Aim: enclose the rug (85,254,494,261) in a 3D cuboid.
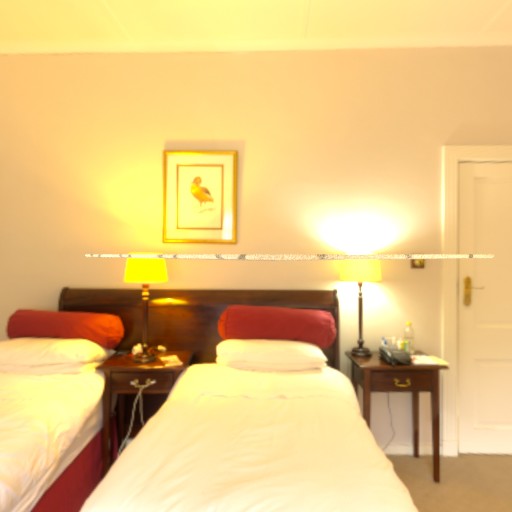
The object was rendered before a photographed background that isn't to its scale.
[{"bbox_3d":[0.000,0.000,3.375,1.801,0.026,2.701,0,0,-36],"label":"rug"}]
